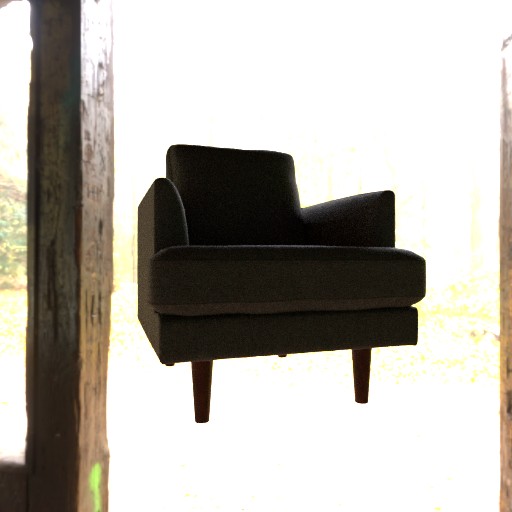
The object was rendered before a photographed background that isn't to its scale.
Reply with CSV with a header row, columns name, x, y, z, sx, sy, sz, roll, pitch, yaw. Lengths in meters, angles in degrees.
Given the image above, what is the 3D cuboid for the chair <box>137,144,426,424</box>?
name,x,y,z,sx,sy,sz,roll,pitch,yaw
chair,0.000,0.000,1.665,0.858,0.957,0.899,0,0,-19
